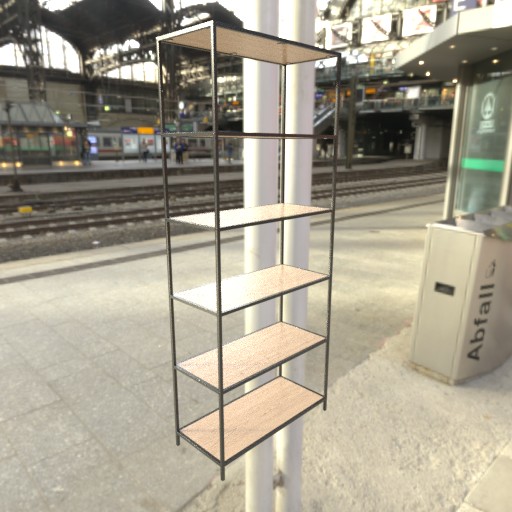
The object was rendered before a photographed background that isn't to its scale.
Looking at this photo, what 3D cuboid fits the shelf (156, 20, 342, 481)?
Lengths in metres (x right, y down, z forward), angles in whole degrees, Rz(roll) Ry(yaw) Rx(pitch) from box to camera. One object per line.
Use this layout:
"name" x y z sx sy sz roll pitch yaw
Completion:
"shelf" 0.000 0.000 2.116 0.350 1.850 0.770 13 19 43
